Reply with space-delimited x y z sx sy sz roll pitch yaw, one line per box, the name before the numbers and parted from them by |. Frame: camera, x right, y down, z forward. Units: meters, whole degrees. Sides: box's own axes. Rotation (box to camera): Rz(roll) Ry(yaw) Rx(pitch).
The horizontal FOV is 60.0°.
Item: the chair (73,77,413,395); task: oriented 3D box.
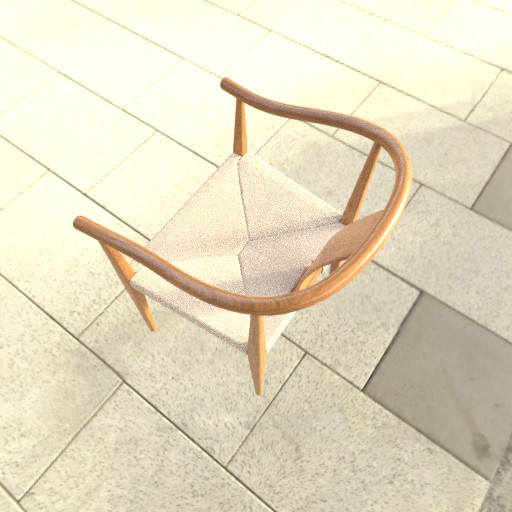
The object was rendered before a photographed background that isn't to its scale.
chair | 0.000 0.000 1.205 0.579 0.800 0.556 31 66 16
